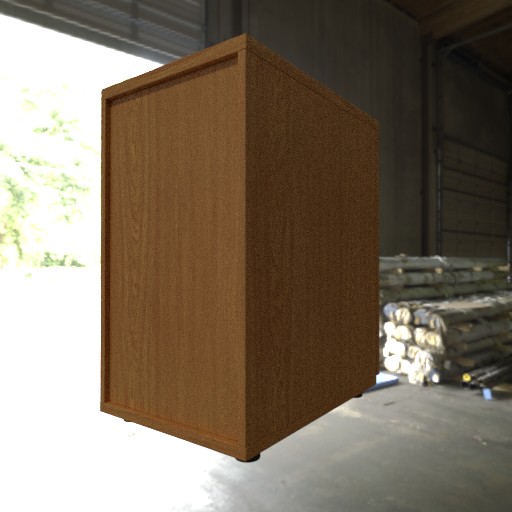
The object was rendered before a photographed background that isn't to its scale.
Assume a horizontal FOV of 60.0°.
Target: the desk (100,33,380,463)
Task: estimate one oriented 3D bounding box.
[{"bbox_3d":[0.000,0.000,1.090,0.404,0.730,0.600,0,-1,37],"label":"desk"}]
